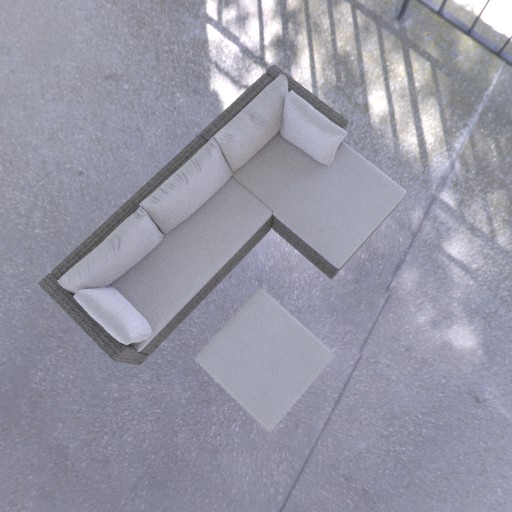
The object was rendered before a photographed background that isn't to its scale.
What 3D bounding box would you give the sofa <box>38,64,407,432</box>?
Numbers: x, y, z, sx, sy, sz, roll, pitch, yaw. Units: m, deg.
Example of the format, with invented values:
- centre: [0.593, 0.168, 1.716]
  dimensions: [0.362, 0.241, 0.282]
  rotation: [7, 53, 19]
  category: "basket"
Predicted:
- centre: [0.000, 0.000, 3.039]
  dimensions: [1.662, 0.766, 2.192]
  rotation: [41, 78, 11]
  category: "sofa"
